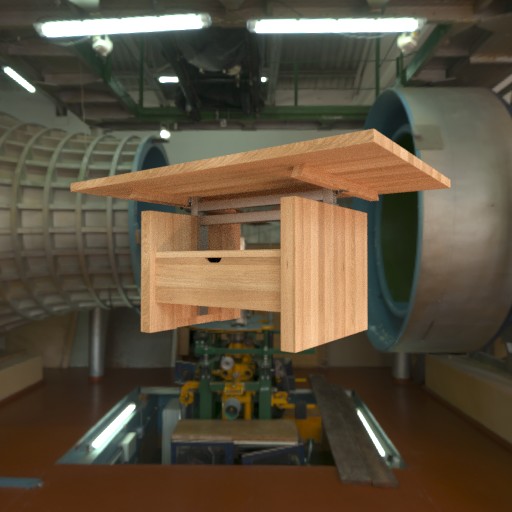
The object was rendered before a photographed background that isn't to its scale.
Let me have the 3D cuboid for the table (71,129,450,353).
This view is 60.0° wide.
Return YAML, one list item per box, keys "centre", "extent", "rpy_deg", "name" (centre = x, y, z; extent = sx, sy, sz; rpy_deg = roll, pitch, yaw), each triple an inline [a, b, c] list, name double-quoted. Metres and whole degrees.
- centre: [0.000, 0.000, 1.516]
  extent: [1.100, 0.510, 0.700]
  rpy_deg: [-1, -1, 36]
  name: "table"
